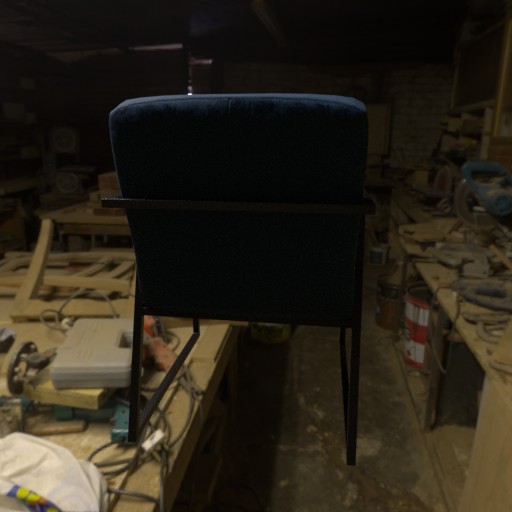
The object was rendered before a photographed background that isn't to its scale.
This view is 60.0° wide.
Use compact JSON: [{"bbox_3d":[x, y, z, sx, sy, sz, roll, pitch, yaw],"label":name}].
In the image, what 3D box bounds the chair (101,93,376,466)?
[{"bbox_3d":[0.000,0.000,1.266,0.571,0.833,0.677,2,16,8],"label":"chair"}]
